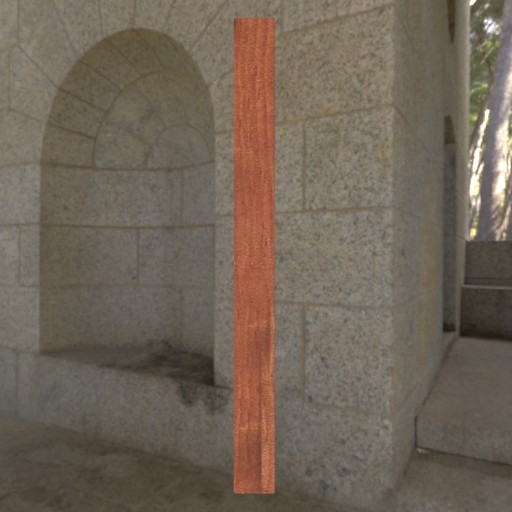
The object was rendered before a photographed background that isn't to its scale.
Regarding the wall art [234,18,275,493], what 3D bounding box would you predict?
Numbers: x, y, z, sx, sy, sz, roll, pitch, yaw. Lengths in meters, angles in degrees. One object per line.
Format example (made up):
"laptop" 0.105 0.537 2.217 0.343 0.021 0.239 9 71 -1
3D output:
"wall art" 0.000 0.000 0.608 0.039 0.449 0.377 0 0 0
